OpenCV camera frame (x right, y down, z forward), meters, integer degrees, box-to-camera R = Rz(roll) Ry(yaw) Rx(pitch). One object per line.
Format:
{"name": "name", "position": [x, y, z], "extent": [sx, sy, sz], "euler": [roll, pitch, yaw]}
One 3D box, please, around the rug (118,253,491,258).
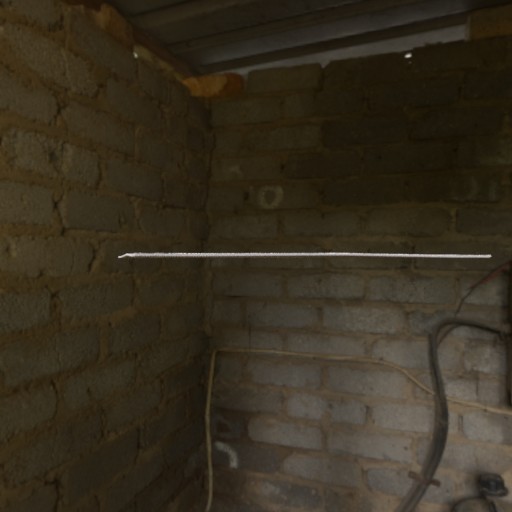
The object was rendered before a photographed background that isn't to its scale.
{"name": "rug", "position": [0.000, 0.000, 4.229], "extent": [2.434, 0.045, 3.202], "euler": [0, 0, -19]}
